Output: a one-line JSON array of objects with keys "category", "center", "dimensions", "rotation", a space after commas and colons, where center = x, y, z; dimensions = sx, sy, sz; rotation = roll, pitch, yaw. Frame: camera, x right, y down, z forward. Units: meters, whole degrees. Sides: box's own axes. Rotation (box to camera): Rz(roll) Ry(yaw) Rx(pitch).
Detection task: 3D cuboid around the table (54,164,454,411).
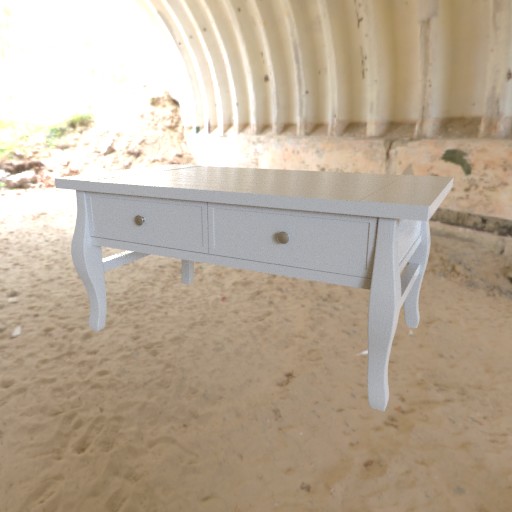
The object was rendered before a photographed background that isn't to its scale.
[{"category": "table", "center": [0.000, 0.000, 1.413], "dimensions": [1.062, 0.495, 0.600], "rotation": [8, 18, 26]}]
